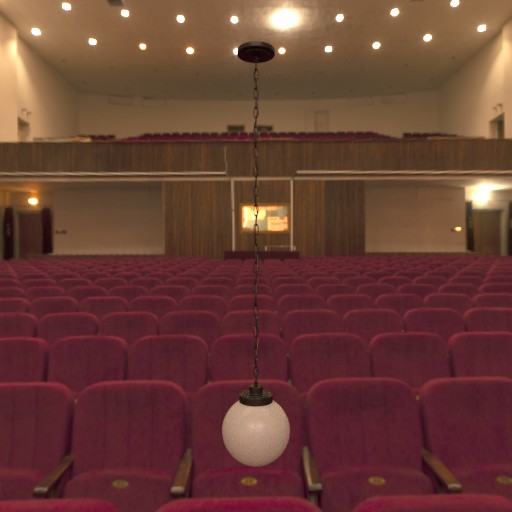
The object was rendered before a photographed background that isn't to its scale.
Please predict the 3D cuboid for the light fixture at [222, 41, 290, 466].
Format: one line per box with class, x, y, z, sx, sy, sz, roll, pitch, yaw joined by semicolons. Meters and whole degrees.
light fixture;0.000;0.000;2.005;0.304;1.867;0.305;0;0;0
